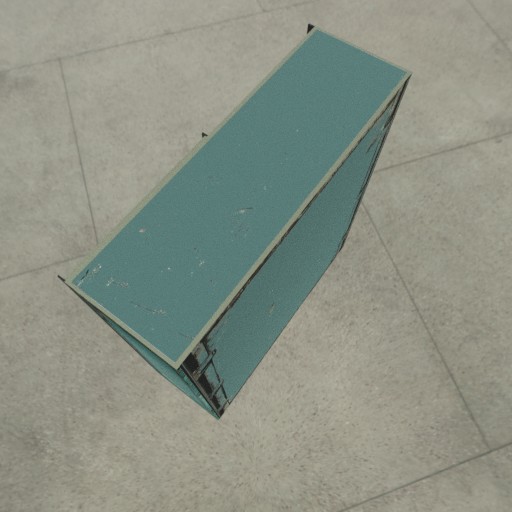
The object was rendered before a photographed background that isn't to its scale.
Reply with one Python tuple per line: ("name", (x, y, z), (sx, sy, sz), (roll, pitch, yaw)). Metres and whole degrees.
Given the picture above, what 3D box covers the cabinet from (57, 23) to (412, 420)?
("cabinet", (0.000, 0.000, 3.158), (0.680, 2.160, 2.000), (33, 69, 15))
